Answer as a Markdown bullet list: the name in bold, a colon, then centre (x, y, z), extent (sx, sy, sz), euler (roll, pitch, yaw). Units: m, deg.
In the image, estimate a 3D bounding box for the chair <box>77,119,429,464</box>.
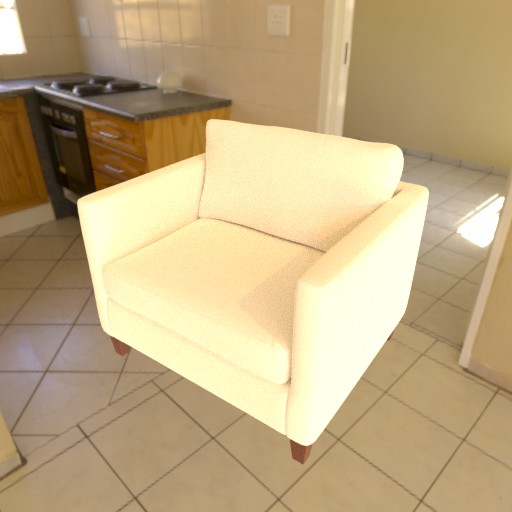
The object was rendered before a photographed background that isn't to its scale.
- **chair**: centre (0.000, 0.000, 1.724), extent (1.019, 0.885, 0.878), euler (19, 35, 30)
